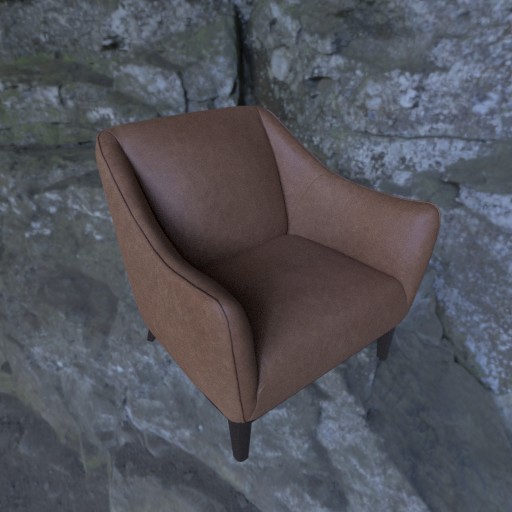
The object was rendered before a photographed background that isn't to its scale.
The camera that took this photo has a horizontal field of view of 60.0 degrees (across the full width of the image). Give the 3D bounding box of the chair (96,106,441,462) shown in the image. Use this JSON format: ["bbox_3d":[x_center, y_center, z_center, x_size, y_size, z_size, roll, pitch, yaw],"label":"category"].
[{"bbox_3d":[0.000,0.000,1.529,0.871,0.830,0.852,-22,36,-33],"label":"chair"}]
